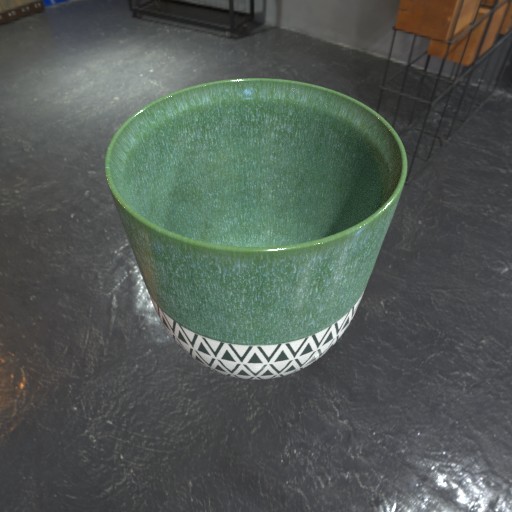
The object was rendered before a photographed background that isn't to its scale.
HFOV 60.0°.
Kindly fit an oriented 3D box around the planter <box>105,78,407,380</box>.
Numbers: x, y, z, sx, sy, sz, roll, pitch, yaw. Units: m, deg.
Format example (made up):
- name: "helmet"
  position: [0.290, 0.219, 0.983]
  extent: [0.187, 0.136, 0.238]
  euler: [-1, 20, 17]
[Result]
- name: "planter"
  position: [0.000, 0.000, 0.370]
  extent: [0.195, 0.214, 0.195]
  euler: [0, 47, 0]
